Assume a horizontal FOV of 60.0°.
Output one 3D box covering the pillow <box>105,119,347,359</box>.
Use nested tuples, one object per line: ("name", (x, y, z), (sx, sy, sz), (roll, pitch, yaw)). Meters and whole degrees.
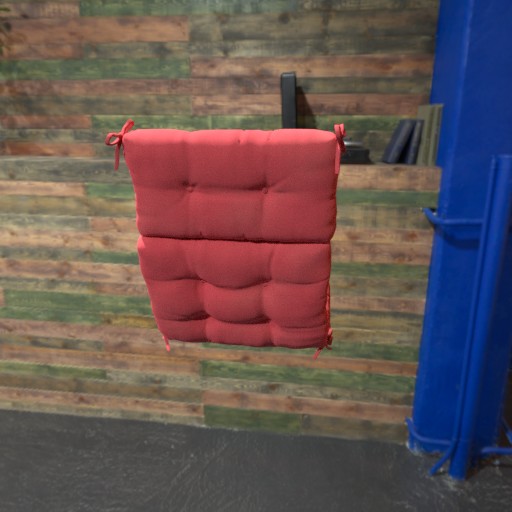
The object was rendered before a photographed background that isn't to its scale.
("pillow", (0.000, 0.000, 1.490), (0.526, 0.863, 1.016), (3, 16, 9))
